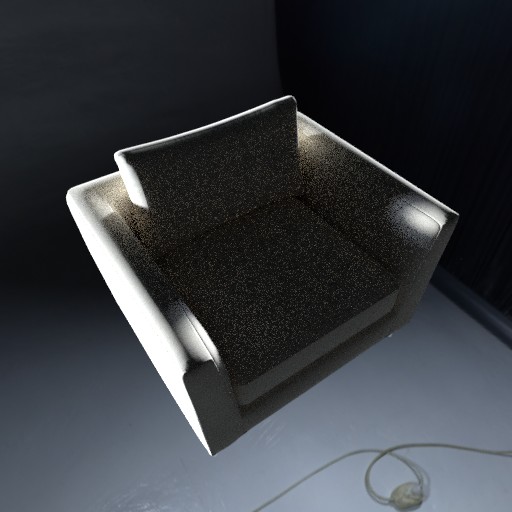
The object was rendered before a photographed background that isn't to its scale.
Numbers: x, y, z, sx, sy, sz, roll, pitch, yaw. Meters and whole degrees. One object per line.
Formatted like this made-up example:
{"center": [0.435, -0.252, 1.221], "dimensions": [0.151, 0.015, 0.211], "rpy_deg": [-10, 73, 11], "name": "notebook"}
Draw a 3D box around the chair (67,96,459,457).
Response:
{"center": [0.000, 0.000, 1.670], "dimensions": [1.041, 0.865, 0.889], "rpy_deg": [-26, 51, -23], "name": "chair"}
